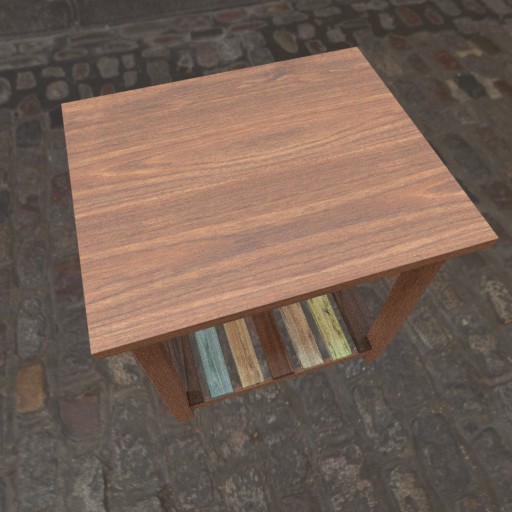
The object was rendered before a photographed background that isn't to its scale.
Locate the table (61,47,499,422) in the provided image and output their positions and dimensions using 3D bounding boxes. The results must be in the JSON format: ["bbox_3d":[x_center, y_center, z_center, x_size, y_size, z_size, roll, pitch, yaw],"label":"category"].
[{"bbox_3d":[0.000,0.000,1.085,0.660,0.635,0.559,-15,59,-9],"label":"table"}]
